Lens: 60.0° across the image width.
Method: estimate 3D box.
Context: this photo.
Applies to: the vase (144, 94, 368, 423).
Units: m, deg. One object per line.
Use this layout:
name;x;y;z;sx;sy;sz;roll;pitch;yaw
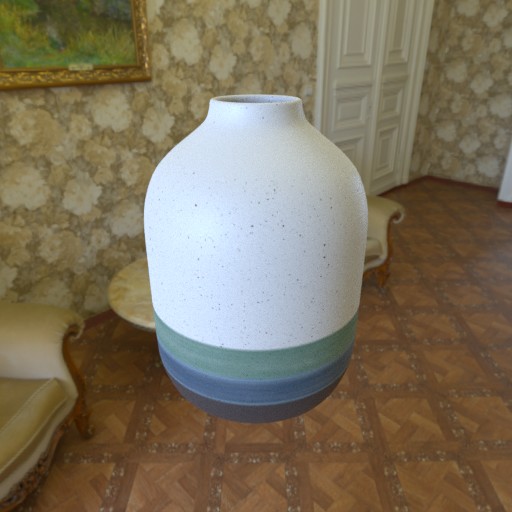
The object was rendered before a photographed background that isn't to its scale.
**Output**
vase;0.000;0.000;0.357;0.169;0.240;0.169;0;25;0
